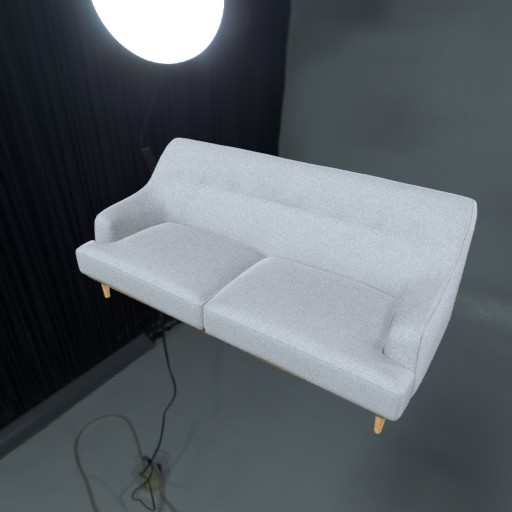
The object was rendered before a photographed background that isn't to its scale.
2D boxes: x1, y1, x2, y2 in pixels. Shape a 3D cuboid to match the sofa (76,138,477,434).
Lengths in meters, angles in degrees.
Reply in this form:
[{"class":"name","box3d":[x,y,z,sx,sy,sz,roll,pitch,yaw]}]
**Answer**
[{"class":"sofa","box3d":[0.000,0.000,2.510,2.057,0.871,0.978,19,35,29]}]
